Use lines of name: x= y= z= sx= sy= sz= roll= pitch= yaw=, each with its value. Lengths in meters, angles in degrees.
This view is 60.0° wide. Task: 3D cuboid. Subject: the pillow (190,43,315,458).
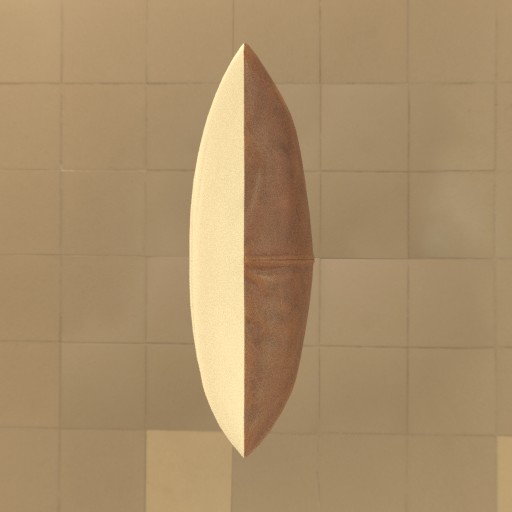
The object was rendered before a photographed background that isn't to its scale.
pillow: x=0.000 y=0.000 z=0.727 sx=0.192 sy=0.470 sz=0.484 roll=0 pitch=90 yaw=1
